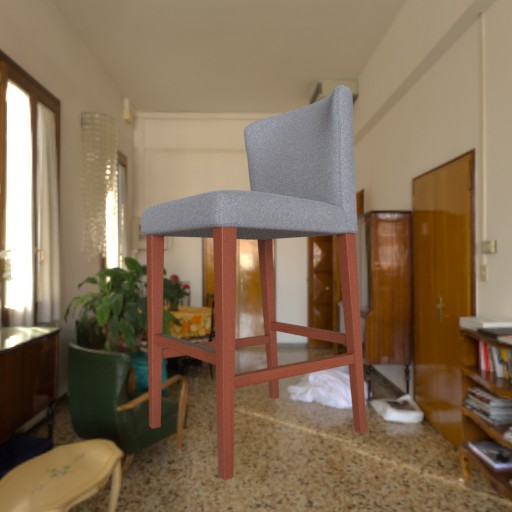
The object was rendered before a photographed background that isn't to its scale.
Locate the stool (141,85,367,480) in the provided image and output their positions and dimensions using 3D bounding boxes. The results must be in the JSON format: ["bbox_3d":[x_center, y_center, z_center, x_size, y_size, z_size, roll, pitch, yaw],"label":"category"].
[{"bbox_3d":[0.000,0.000,1.379,0.568,1.069,0.481,1,-1,-37],"label":"stool"}]
